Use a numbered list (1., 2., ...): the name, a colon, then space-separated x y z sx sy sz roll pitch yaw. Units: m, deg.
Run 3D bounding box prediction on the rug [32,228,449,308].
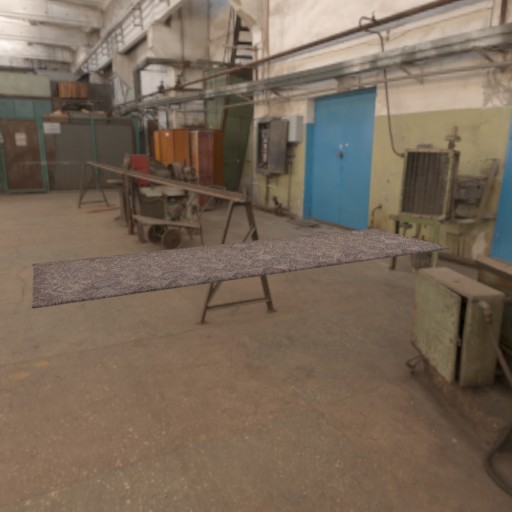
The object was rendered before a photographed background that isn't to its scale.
1. rug: 0.000 0.000 2.524 2.296 0.011 0.691 -7 16 -25
